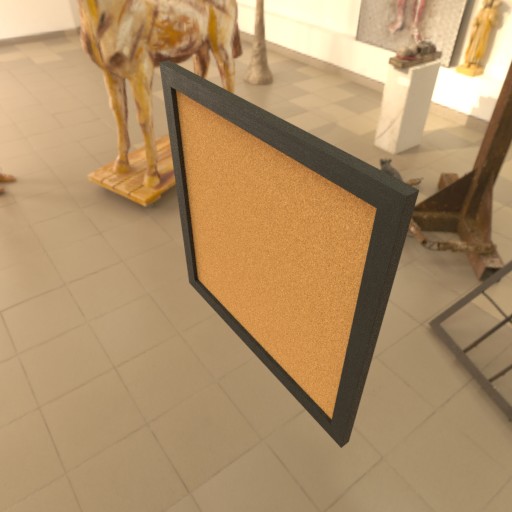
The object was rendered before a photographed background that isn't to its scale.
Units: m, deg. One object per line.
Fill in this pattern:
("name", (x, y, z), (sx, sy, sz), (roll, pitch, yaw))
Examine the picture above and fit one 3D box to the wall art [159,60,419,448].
("wall art", (0.000, 0.000, 1.501), (0.038, 1.016, 1.016), (-26, 47, -27))
